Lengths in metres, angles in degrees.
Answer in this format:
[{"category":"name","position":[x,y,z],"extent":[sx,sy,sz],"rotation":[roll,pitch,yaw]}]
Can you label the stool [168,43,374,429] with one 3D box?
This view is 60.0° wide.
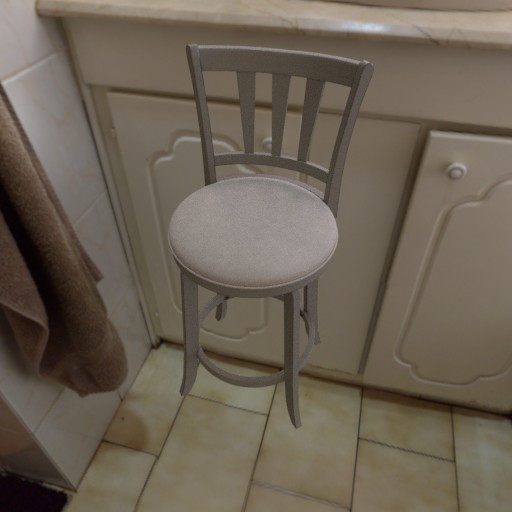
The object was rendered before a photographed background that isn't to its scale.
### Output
[{"category":"stool","position":[0.000,0.000,1.243],"extent":[0.450,0.994,0.486],"rotation":[12,43,13]}]
